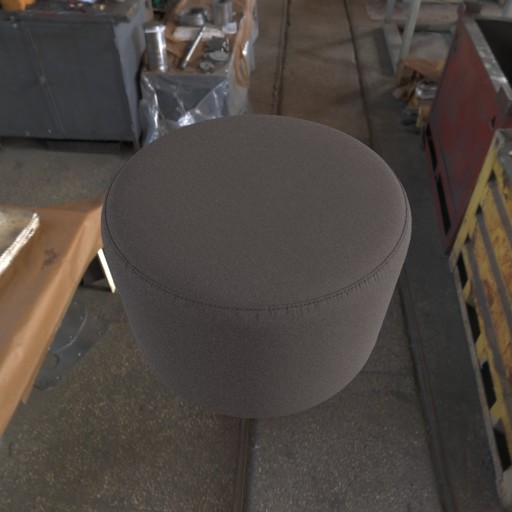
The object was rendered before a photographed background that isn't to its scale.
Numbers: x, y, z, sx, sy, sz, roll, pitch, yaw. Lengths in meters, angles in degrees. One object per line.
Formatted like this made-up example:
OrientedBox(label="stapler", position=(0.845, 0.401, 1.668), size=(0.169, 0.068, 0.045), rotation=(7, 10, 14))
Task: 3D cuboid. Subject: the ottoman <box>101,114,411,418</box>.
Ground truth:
OrientedBox(label="ottoman", position=(0.000, 0.000, 0.999), size=(0.608, 0.433, 0.608), rotation=(0, 46, 0))
